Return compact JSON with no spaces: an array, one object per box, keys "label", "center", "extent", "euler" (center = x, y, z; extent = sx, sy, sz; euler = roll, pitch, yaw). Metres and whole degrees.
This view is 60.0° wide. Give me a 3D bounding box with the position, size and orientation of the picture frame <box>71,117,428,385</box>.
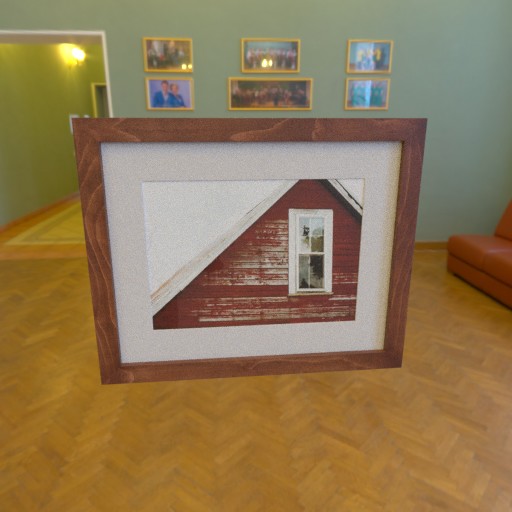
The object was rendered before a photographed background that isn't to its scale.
[{"label":"picture frame","center":[0.000,0.000,0.769],"extent":[0.559,0.457,0.025],"euler":[-2,17,-6]}]
